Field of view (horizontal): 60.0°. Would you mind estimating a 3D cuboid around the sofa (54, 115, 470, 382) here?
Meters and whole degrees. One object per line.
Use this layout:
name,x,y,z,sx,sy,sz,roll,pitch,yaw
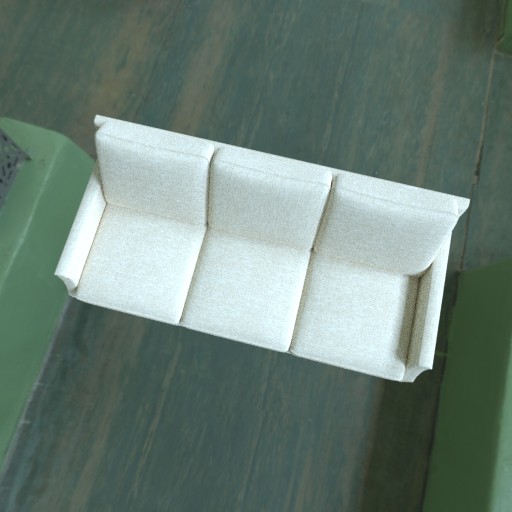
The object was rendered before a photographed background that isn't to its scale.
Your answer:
sofa,0.000,0.000,2.735,2.210,0.940,1.041,14,76,4
